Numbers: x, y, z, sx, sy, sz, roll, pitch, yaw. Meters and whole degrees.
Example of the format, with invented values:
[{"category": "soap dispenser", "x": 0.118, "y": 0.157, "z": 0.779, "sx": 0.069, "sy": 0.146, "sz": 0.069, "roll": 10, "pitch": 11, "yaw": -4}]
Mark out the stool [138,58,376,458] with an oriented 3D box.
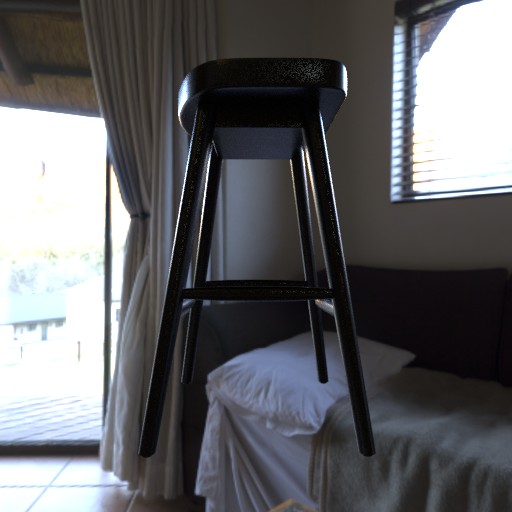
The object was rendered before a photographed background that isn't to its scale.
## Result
[{"category": "stool", "x": 0.000, "y": 0.000, "z": 0.887, "sx": 0.361, "sy": 0.615, "sz": 0.440, "roll": 0, "pitch": -1, "yaw": -1}]
